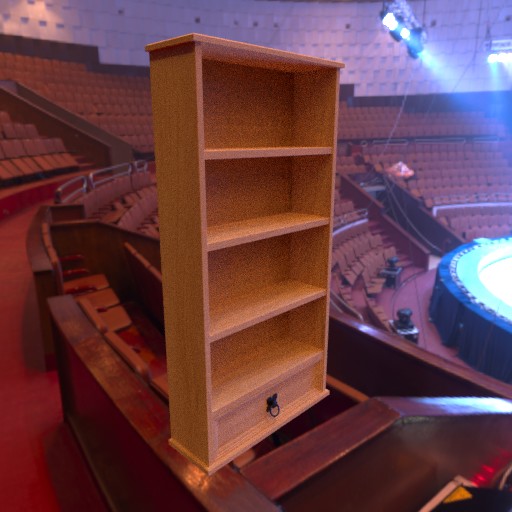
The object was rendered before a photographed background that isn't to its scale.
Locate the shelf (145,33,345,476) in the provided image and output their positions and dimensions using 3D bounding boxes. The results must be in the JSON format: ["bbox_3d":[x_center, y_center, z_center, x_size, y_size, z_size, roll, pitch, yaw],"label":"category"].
[{"bbox_3d":[0.000,0.000,1.228,0.175,1.030,0.520,14,21,43],"label":"shelf"}]
